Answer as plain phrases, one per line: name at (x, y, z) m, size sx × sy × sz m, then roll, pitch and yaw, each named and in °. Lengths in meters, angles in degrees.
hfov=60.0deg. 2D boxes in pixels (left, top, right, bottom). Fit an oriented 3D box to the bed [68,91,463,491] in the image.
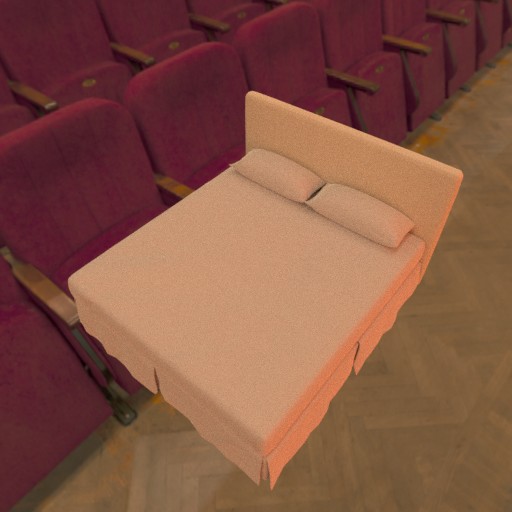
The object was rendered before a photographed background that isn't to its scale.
bed at (0.000, 0.000, 3.528) m, size 2.119 × 1.317 × 2.341 m, roll 31°, pitch 53°, yaw 26°
